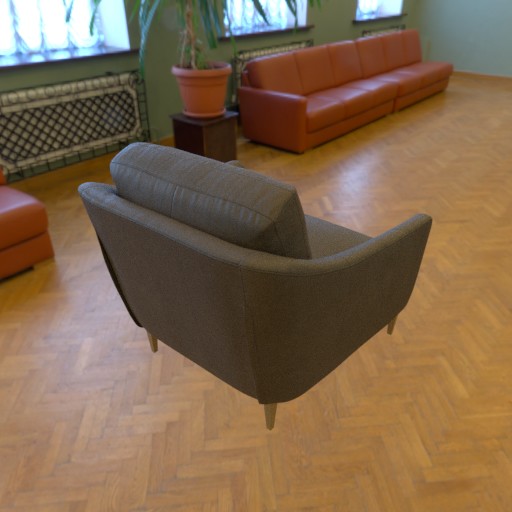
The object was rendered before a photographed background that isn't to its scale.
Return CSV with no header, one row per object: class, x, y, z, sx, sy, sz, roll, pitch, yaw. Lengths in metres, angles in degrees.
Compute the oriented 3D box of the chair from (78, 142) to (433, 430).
chair,0.000,0.000,1.694,0.988,0.901,0.961,23,39,32
